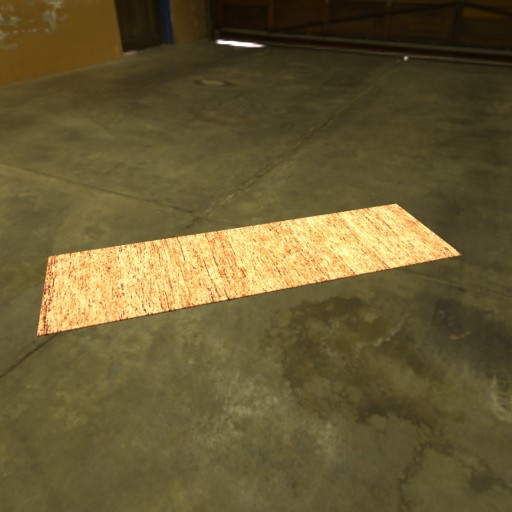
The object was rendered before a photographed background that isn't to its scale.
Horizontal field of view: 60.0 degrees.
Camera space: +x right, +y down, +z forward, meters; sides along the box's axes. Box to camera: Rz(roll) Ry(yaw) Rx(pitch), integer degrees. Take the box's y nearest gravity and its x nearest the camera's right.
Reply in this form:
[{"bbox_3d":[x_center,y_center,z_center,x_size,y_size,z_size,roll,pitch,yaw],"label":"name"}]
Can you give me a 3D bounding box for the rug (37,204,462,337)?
[{"bbox_3d":[0.000,0.000,2.509,2.237,0.014,0.680,-10,34,-14],"label":"rug"}]
